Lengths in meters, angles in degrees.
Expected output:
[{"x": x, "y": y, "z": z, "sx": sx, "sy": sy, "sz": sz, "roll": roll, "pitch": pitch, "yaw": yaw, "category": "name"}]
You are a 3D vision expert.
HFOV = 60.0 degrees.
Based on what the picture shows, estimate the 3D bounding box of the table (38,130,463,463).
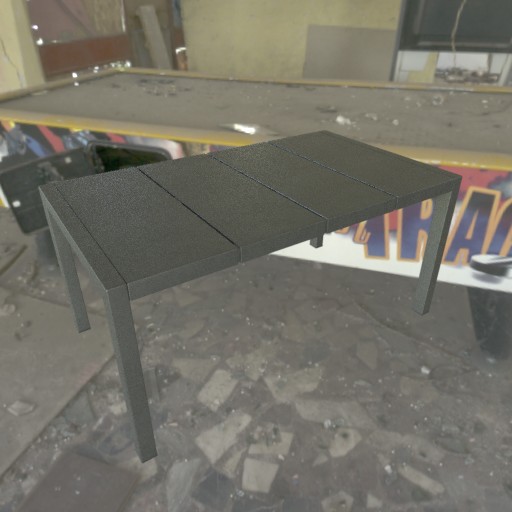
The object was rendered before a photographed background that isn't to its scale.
[{"x": 0.000, "y": 0.000, "z": 1.276, "sx": 0.965, "sy": 0.460, "sz": 0.559, "roll": -19, "pitch": 35, "yaw": -28, "category": "table"}]
